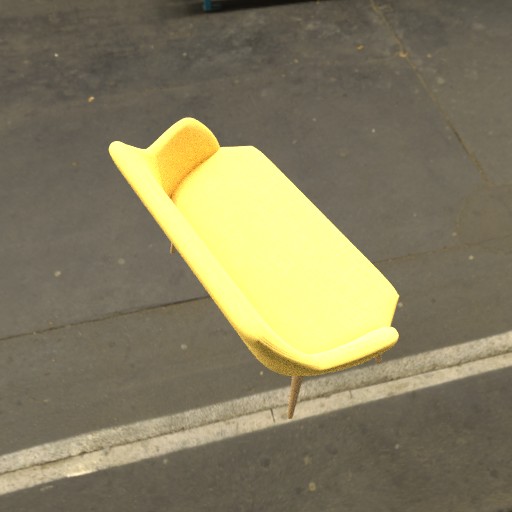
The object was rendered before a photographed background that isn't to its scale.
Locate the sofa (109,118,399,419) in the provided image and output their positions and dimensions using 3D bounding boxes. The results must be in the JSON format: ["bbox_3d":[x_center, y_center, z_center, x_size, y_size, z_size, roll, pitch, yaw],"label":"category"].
[{"bbox_3d":[0.000,0.000,1.656,0.610,0.840,1.150,-31,63,-18],"label":"sofa"}]
